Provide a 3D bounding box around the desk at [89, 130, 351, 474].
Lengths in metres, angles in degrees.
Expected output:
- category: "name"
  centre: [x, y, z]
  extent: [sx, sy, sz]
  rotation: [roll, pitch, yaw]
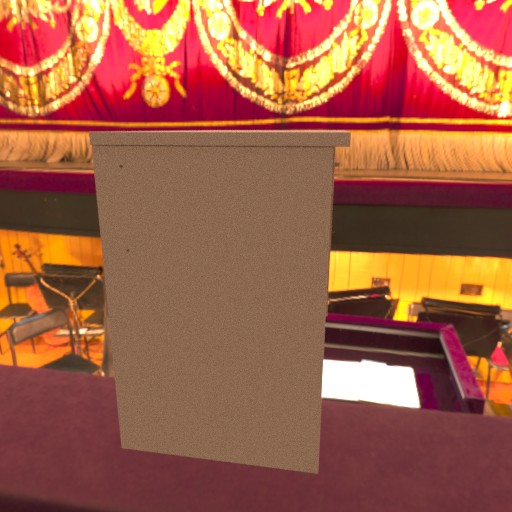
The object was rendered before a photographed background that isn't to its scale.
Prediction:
- category: "desk"
  centre: [0.000, 0.000, 1.342]
  extent: [0.498, 0.729, 0.900]
  rotation: [3, 16, 10]
